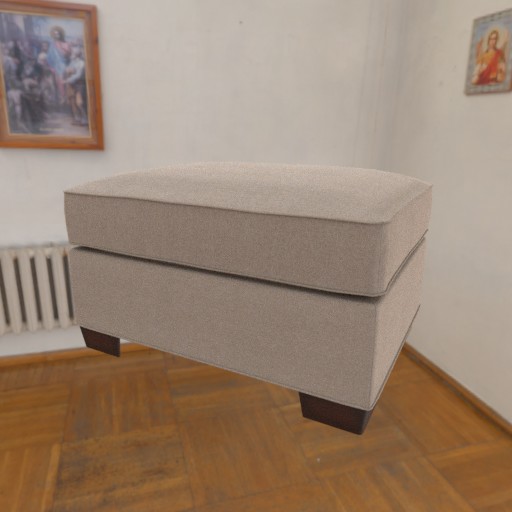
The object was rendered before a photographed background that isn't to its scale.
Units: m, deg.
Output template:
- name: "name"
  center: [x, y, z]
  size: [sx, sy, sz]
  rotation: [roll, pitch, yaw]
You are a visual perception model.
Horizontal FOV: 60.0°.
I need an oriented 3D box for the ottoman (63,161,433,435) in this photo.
- name: "ottoman"
  center: [0.000, 0.000, 1.261]
  size: [0.846, 0.503, 0.617]
  rotation: [9, 19, 27]
